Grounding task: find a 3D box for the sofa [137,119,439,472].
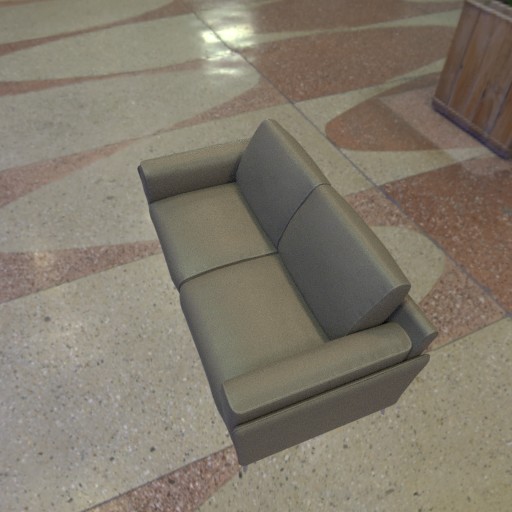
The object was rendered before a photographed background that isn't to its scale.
[{"bbox_3d":[0.000,0.000,2.746,1.049,0.930,2.101,-16,49,-15],"label":"sofa"}]
